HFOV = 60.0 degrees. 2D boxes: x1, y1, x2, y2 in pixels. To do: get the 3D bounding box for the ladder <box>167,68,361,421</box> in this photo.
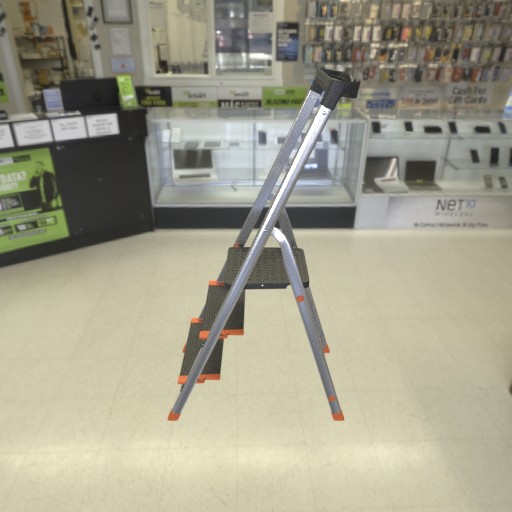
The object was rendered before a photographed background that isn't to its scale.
[{"bbox_3d":[0.000,0.000,1.601,0.686,1.229,0.416,0,29,0],"label":"ladder"}]
